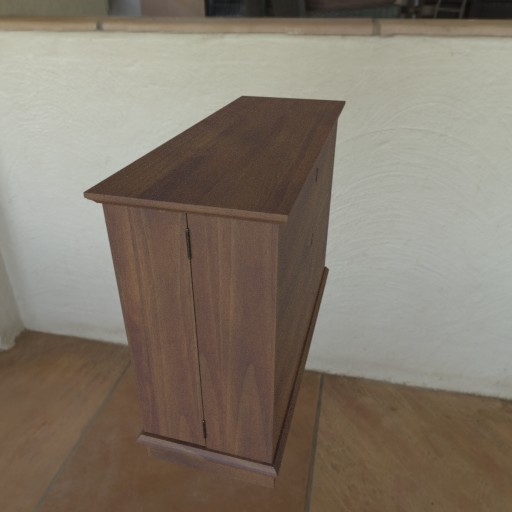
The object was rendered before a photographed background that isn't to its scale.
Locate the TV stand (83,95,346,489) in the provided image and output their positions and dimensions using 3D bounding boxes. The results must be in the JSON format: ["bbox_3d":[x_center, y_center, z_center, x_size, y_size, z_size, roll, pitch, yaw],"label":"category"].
[{"bbox_3d":[0.000,0.000,1.464,0.406,0.813,1.067,8,31,13],"label":"TV stand"}]
